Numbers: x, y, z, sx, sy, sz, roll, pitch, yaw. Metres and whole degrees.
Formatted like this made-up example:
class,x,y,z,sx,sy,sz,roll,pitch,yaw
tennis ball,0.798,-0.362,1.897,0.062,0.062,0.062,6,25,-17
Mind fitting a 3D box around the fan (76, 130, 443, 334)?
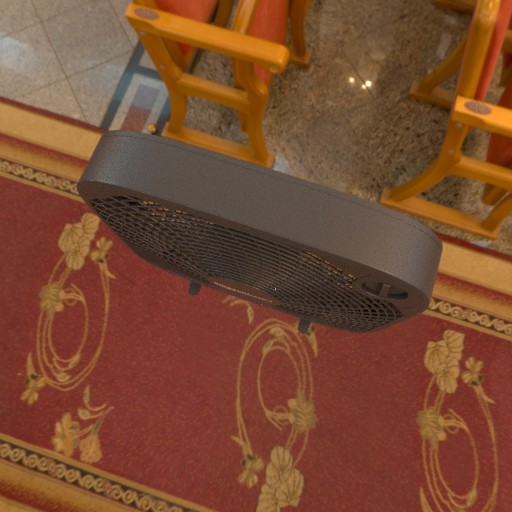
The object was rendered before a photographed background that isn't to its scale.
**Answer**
class,x,y,z,sx,sy,sz,roll,pitch,yaw
fan,0.000,0.000,0.785,0.526,0.533,0.142,18,75,5
